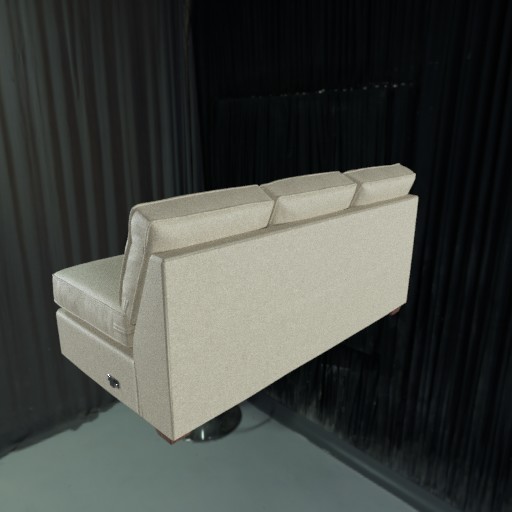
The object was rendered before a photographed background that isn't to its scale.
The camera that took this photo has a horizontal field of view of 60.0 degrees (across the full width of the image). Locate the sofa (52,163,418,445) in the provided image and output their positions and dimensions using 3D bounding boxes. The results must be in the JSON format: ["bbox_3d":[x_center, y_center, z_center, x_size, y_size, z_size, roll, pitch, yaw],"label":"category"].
[{"bbox_3d":[0.000,0.000,2.544,1.027,0.973,1.962,15,22,42],"label":"sofa"}]
